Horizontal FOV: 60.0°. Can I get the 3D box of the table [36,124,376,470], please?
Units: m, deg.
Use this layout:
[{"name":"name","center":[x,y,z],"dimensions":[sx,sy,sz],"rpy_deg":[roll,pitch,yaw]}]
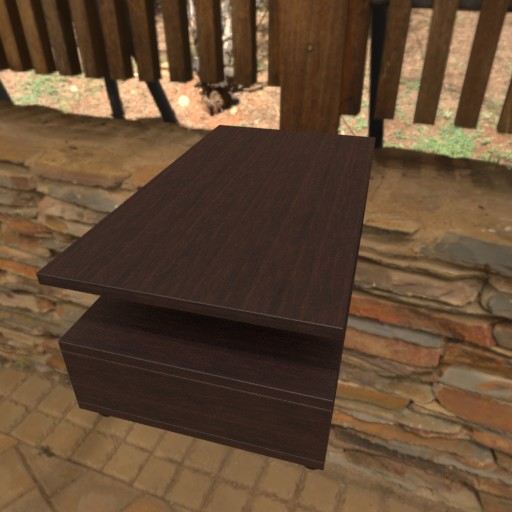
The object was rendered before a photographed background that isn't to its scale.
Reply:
[{"name":"table","center":[0.000,0.000,1.339],"dimensions":[0.590,0.460,1.050],"rpy_deg":[9,33,13]}]
